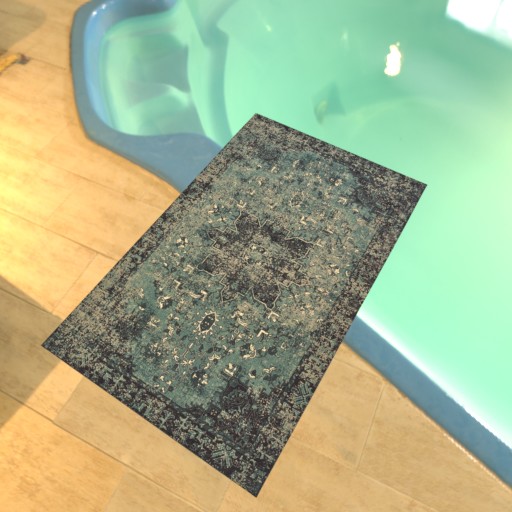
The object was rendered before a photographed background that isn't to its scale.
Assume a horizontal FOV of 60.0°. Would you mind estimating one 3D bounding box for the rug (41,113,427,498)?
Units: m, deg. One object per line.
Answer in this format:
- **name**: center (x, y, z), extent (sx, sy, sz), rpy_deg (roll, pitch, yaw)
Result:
- **rug**: center (0.000, 0.000, 2.993), extent (1.525, 0.007, 2.440), rpy_deg (28, 62, 16)
